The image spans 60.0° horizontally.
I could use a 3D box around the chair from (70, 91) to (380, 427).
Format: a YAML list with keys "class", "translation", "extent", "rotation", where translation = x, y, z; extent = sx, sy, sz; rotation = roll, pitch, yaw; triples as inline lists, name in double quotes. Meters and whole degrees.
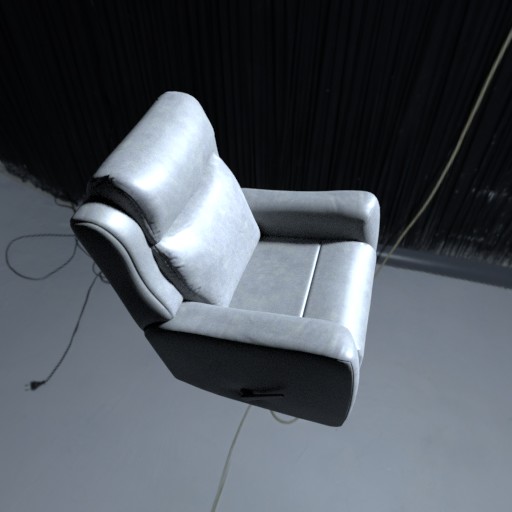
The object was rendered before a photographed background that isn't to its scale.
- class: "chair"
  translation: [0.000, 0.000, 1.937]
  extent: [1.068, 1.116, 0.967]
  rotation: [12, 48, 11]
